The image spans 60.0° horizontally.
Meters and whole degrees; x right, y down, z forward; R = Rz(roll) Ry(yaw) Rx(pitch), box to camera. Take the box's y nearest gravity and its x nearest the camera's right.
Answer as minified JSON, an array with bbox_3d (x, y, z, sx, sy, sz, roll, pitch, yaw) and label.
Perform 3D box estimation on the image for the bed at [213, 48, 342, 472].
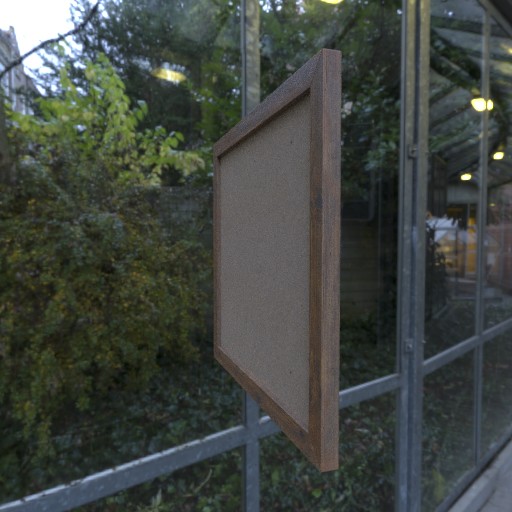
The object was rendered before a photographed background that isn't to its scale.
[{"bbox_3d":[0.000,0.000,1.482,0.046,0.942,1.046,-1,2,-19],"label":"bed"}]
